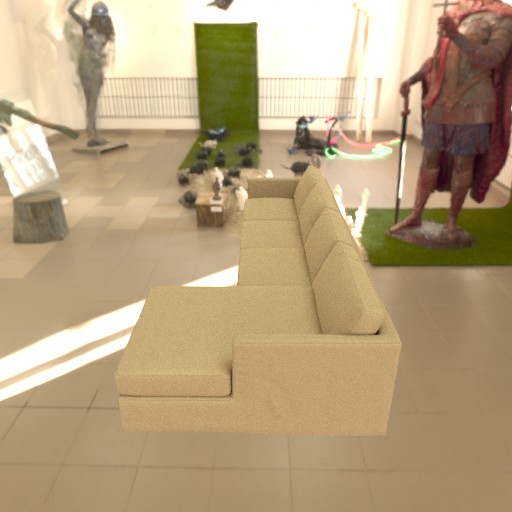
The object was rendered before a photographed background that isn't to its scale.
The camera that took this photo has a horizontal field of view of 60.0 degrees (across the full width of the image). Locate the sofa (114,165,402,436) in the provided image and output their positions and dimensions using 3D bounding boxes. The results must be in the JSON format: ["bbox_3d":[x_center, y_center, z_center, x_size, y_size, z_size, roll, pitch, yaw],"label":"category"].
[{"bbox_3d":[0.000,0.000,3.913,1.622,0.867,3.177,0,26,0],"label":"sofa"}]
